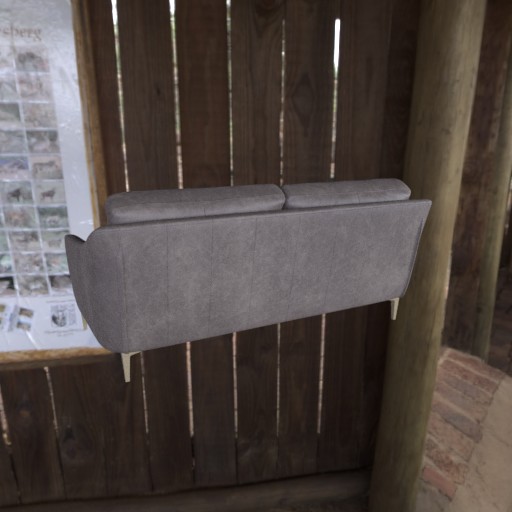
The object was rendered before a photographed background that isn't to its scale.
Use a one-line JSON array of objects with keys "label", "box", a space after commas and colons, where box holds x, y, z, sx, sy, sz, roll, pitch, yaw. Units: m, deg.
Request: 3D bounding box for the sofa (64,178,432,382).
[{"label": "sofa", "box": [0.000, 0.000, 2.644, 2.036, 0.902, 0.960, -7, 17, -25]}]
